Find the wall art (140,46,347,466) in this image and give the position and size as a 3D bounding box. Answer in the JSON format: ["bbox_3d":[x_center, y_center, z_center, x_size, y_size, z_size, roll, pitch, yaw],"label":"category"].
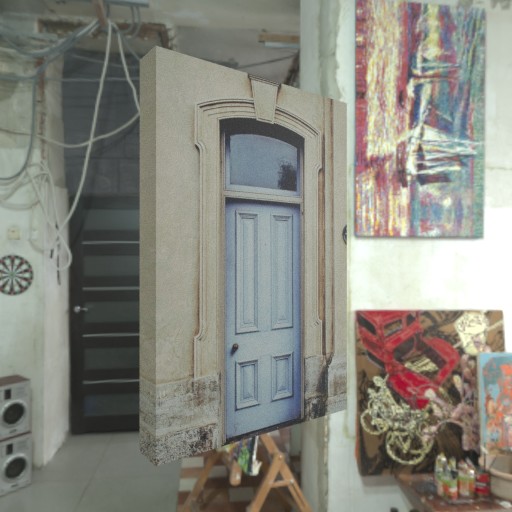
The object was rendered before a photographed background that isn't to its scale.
[{"bbox_3d":[0.000,0.000,0.492,0.254,0.381,0.038,0,0,-36],"label":"wall art"}]
